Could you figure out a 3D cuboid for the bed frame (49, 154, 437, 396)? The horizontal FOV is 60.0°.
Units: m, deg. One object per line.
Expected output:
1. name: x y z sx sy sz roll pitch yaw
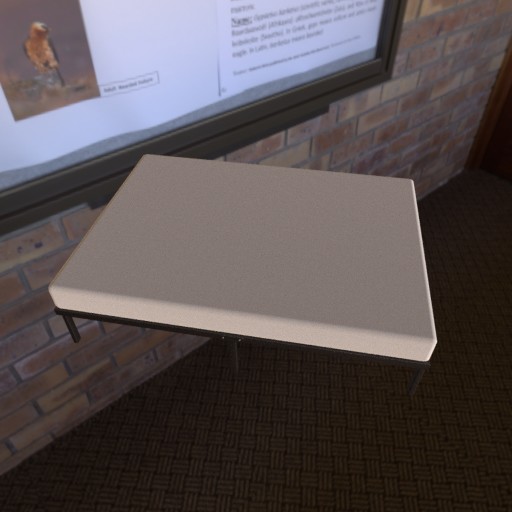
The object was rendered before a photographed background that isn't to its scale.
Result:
1. bed frame: 0.000 0.000 3.790 2.842 0.680 2.205 12 44 13
